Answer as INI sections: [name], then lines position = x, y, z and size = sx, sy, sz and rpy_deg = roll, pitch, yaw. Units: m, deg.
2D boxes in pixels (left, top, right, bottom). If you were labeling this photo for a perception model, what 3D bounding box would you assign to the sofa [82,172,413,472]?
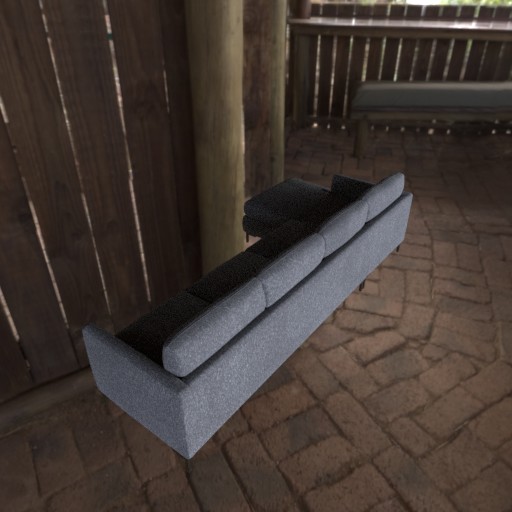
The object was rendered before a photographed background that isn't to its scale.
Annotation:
[sofa]
position = 0.000, 0.000, 3.443
size = 1.350, 0.810, 2.932
rpy_deg = 22, 38, 31
